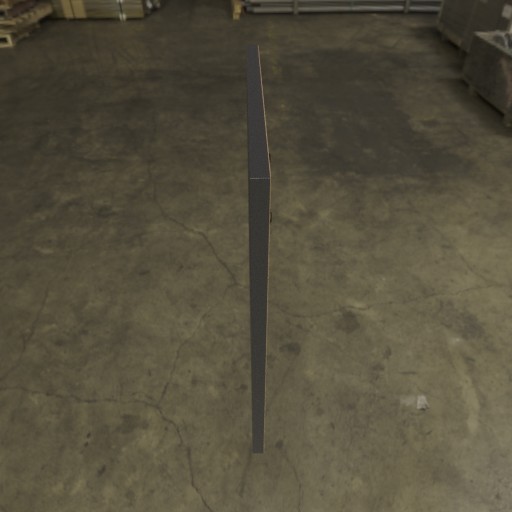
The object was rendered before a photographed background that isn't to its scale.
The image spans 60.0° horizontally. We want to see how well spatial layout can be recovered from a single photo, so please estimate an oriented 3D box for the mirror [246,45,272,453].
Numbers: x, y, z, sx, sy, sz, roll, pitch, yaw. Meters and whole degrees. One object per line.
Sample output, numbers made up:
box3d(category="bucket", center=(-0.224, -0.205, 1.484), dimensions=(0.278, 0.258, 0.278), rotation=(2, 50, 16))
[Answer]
box3d(category="mirror", center=(0.000, 0.000, 1.375), dimensions=(0.040, 1.016, 0.762), rotation=(-1, 41, -1))
